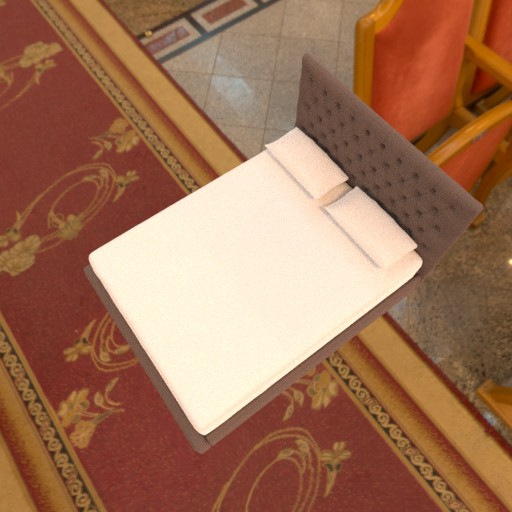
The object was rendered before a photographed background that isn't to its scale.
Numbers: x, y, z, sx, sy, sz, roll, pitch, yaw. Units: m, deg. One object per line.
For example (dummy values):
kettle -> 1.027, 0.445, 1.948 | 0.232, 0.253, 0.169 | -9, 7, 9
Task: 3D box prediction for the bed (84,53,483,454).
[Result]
bed -> 0.000, 0.000, 3.303 | 2.233, 1.426, 1.696 | -34, 68, -15
